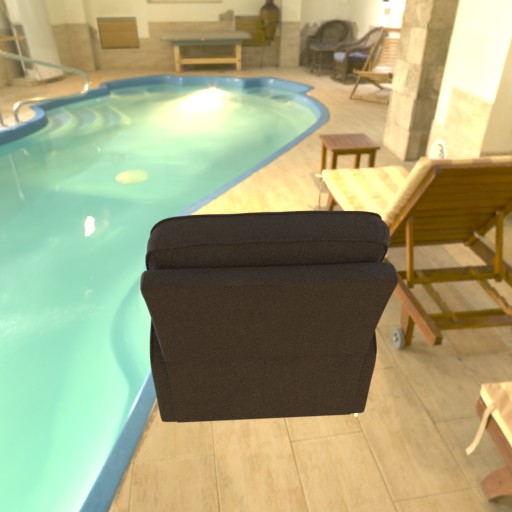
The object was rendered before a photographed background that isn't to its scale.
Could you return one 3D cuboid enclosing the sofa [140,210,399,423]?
[{"bbox_3d":[0.000,0.000,2.074,0.861,0.959,1.472,-2,31,-3],"label":"sofa"}]
